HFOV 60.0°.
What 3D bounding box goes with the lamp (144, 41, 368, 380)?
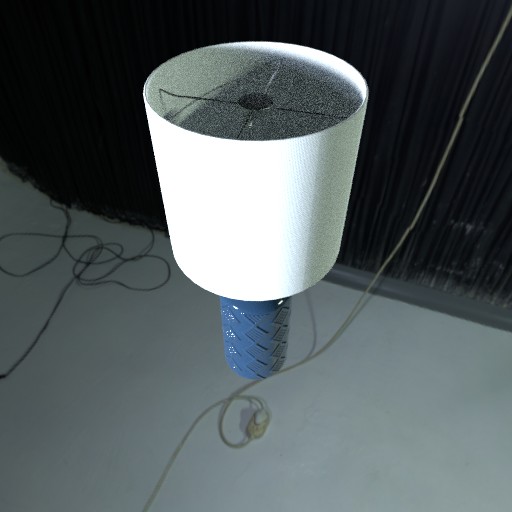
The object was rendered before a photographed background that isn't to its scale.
[{"bbox_3d":[0.000,0.000,0.577,0.207,0.461,0.207,11,47,11],"label":"lamp"}]
